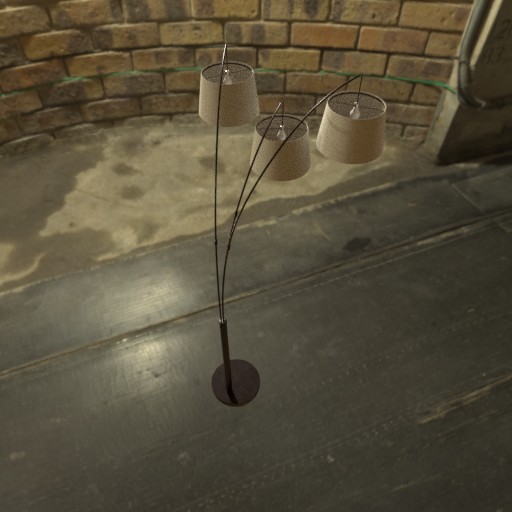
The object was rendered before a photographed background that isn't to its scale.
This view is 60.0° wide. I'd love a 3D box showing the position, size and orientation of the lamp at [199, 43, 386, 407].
[{"bbox_3d":[0.000,0.000,2.441,0.951,1.950,0.924,22,51,19],"label":"lamp"}]
